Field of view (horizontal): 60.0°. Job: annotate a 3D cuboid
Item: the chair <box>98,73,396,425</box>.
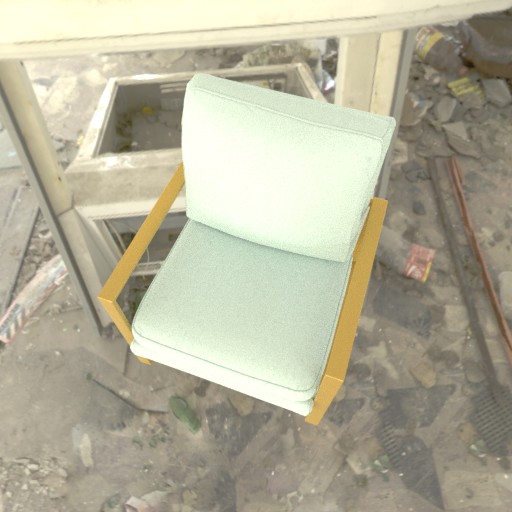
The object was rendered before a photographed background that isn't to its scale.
[{"bbox_3d":[0.000,0.000,1.533,0.758,0.956,0.813,17,60,10],"label":"chair"}]
